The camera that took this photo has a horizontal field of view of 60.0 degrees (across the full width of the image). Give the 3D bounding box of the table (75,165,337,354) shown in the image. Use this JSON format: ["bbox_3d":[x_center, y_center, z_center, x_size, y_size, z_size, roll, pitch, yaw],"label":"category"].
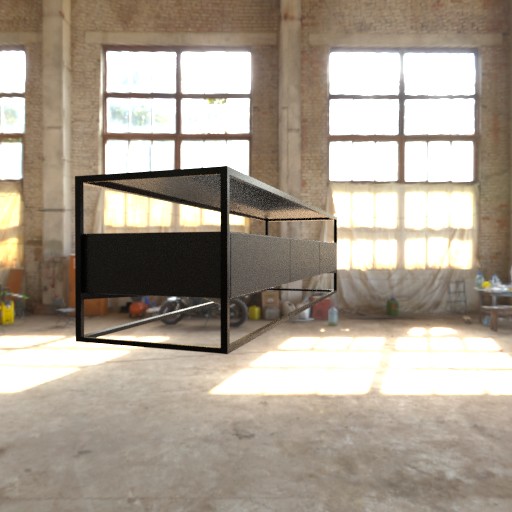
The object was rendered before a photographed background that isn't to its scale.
[{"bbox_3d":[0.000,0.000,1.694,0.399,0.395,1.486,0,1,19],"label":"table"}]
